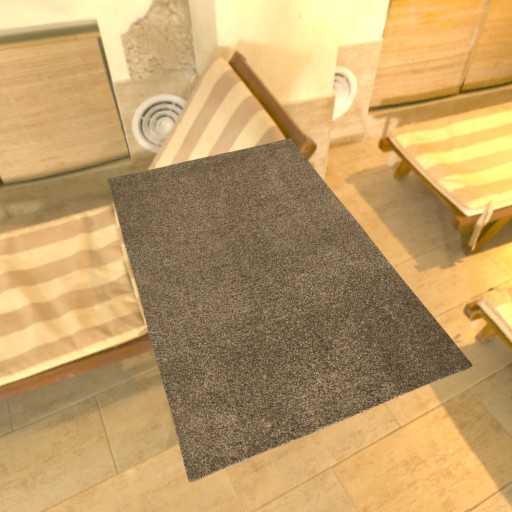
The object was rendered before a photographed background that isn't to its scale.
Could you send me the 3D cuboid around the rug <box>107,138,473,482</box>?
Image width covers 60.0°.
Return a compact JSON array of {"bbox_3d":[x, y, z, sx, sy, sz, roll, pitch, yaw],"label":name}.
[{"bbox_3d":[0.000,0.000,3.347,1.802,0.026,2.699,-16,49,-14],"label":"rug"}]
